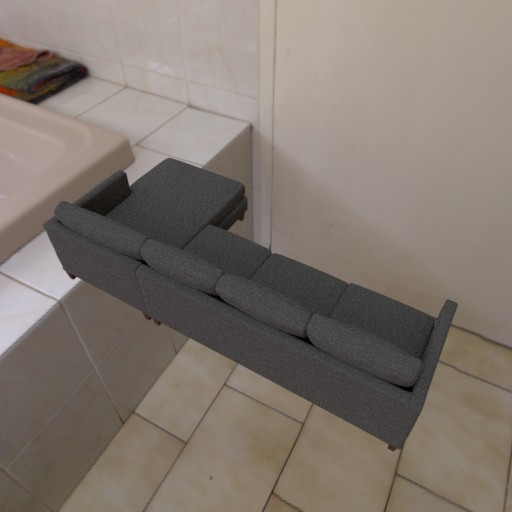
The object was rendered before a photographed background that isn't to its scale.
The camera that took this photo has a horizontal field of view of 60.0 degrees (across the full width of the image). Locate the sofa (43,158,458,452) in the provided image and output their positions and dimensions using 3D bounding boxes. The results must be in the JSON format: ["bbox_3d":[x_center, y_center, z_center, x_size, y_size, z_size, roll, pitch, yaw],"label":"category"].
[{"bbox_3d":[0.000,0.000,3.765,3.186,0.846,1.625,23,50,21],"label":"sofa"}]
